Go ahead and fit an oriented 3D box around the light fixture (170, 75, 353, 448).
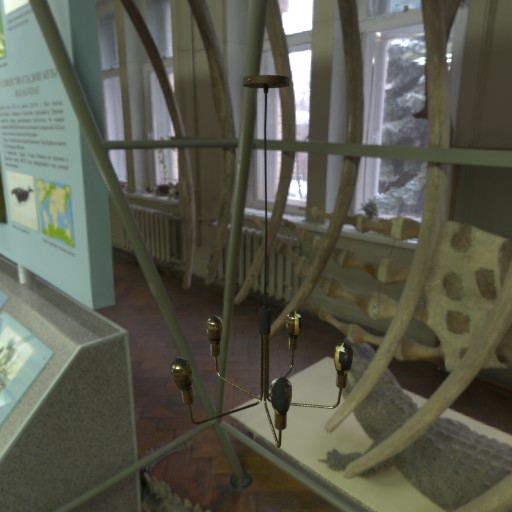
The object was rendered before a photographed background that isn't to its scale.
[{"bbox_3d":[0.000,0.000,1.413,0.532,1.059,0.588,14,21,43],"label":"light fixture"}]
